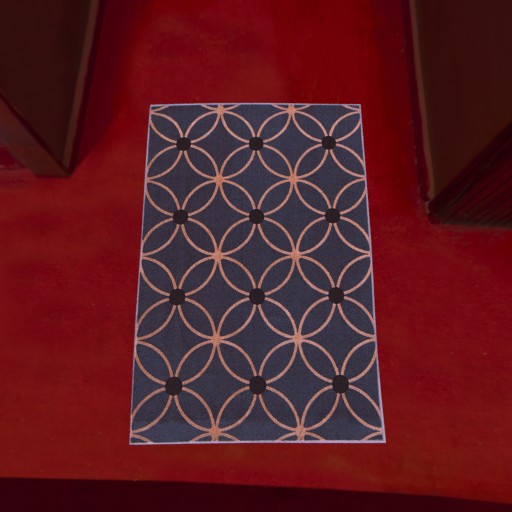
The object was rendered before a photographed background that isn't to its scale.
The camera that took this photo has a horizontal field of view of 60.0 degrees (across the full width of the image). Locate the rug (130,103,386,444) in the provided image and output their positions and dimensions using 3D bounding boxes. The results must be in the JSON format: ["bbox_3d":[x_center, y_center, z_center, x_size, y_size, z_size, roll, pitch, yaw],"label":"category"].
[{"bbox_3d":[0.000,0.000,2.903,1.522,0.008,2.284,0,75,0],"label":"rug"}]
